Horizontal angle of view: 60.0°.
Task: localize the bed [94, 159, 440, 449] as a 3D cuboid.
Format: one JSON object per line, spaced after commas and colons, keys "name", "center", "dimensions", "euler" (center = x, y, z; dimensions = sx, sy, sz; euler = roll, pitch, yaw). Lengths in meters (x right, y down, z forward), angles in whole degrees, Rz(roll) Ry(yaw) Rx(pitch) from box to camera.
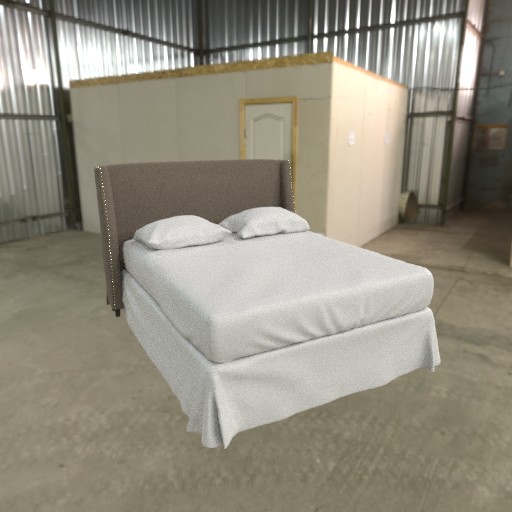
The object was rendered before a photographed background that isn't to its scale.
{"name": "bed", "center": [0.000, 0.000, 3.425], "dimensions": [1.925, 1.332, 2.276], "euler": [-8, 18, -28]}
